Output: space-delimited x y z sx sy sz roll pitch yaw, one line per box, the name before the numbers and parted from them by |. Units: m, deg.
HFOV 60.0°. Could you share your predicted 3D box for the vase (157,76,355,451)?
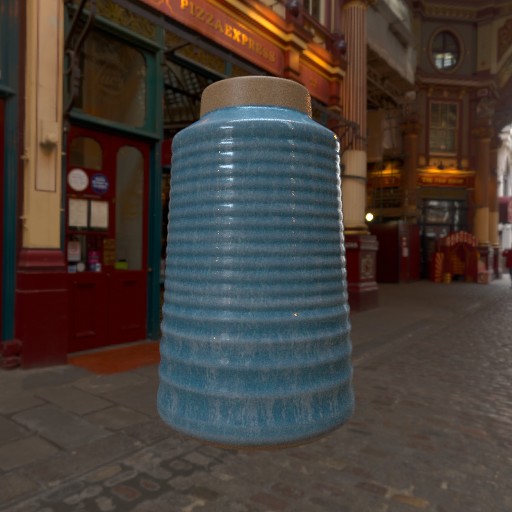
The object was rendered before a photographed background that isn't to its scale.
vase | 0.000 0.000 0.372 0.163 0.267 0.163 0 1 0
